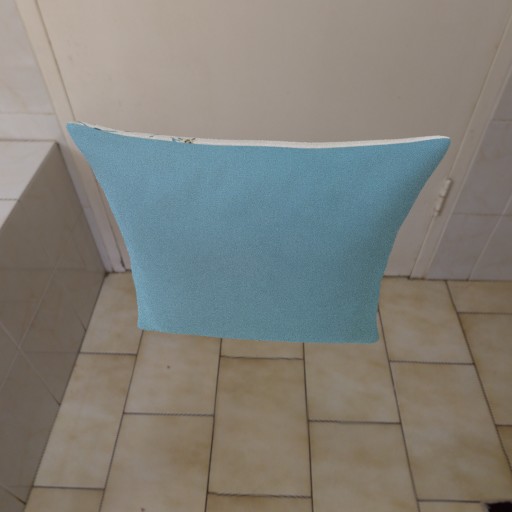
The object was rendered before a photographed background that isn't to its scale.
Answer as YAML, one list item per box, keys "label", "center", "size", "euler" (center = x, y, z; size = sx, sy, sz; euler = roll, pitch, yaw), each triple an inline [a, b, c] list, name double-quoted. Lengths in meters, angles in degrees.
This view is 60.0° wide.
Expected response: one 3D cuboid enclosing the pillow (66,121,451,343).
- label: "pillow"
  center: [0.000, 0.000, 0.785]
  size: [0.526, 0.507, 0.166]
  euler: [3, 47, 3]
